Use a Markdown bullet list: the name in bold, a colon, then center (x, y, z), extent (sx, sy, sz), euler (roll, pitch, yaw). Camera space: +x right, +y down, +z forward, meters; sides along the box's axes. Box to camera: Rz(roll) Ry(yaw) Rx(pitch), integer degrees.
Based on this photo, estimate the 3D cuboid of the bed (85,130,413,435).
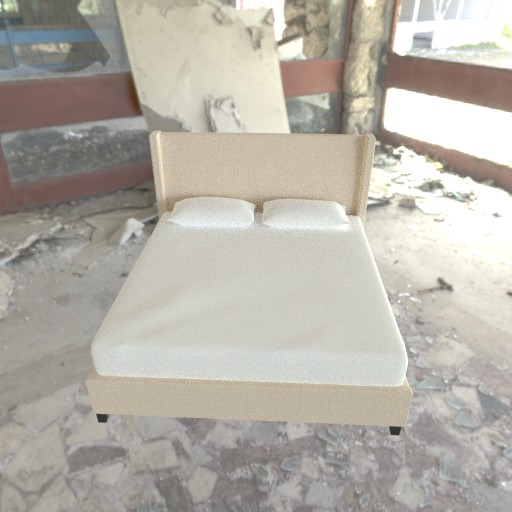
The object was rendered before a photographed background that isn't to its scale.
- **bed**: center (0.000, 0.000, 3.694), extent (2.145, 1.471, 2.293), euler (1, 30, 3)
